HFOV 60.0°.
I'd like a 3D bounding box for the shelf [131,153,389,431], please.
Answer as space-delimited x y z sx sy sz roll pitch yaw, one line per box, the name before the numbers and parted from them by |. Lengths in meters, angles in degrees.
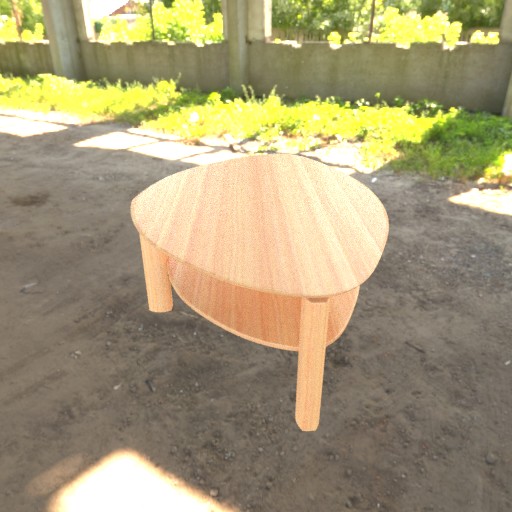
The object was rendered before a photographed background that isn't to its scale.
shelf | 0.000 0.000 1.622 0.845 0.440 1.246 -1 27 -2
